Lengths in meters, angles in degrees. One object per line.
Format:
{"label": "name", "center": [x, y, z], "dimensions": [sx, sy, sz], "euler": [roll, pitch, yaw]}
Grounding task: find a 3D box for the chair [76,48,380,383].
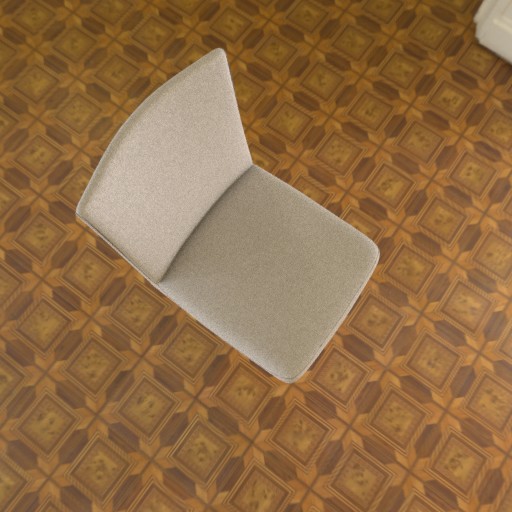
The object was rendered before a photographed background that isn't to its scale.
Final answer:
{"label": "chair", "center": [0.000, 0.000, 1.186], "dimensions": [0.570, 0.859, 0.456], "euler": [35, 78, 9]}
